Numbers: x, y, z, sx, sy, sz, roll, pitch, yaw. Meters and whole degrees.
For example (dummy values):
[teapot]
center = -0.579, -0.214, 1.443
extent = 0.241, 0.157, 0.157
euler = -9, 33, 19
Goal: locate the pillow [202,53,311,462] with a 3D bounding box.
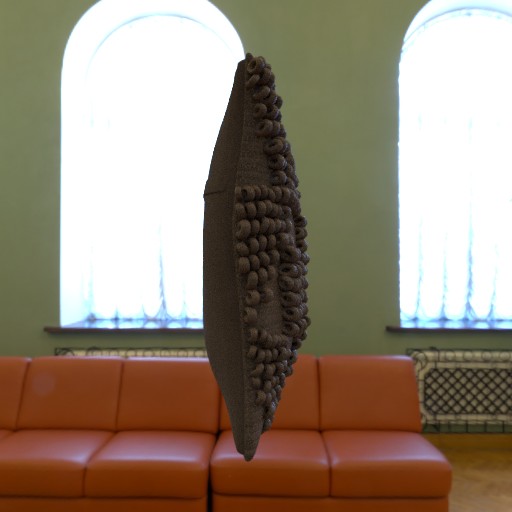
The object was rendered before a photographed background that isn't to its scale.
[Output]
[pillow]
center = 0.000, 0.000, 0.729
extent = 0.172, 0.467, 0.470
euler = 0, -1, 0
